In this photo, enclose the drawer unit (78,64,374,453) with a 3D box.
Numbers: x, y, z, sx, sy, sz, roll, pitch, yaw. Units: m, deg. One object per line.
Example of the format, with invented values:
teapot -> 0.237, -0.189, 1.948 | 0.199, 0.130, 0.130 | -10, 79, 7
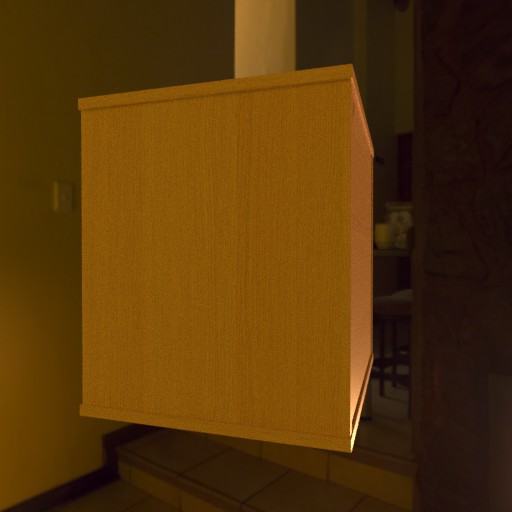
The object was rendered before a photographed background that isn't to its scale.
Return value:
drawer unit -> 0.000, 0.000, 0.601 | 0.290, 0.344, 0.349 | 0, 1, 18
